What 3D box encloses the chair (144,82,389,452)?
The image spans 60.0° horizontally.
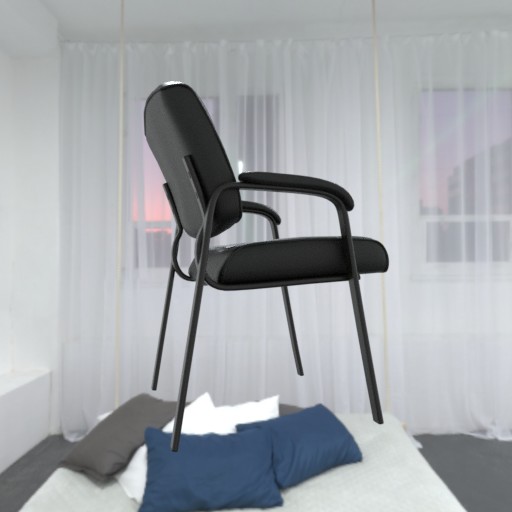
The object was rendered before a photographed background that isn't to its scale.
[{"bbox_3d":[0.000,0.000,1.368,0.668,0.910,0.591,0,0,-18],"label":"chair"}]
